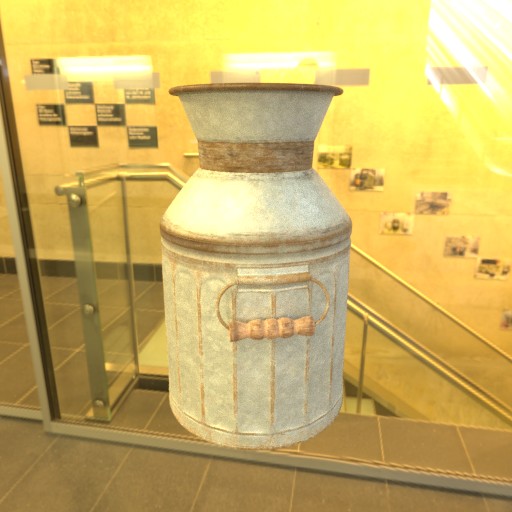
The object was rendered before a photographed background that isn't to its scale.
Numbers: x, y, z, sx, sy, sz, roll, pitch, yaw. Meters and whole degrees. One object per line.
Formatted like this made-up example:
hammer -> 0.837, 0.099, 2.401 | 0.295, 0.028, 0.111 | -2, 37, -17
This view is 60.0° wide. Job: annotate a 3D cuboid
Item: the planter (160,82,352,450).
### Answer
planter -> 0.000, 0.000, 0.507 | 0.215, 0.358, 0.248 | -3, 17, -9
